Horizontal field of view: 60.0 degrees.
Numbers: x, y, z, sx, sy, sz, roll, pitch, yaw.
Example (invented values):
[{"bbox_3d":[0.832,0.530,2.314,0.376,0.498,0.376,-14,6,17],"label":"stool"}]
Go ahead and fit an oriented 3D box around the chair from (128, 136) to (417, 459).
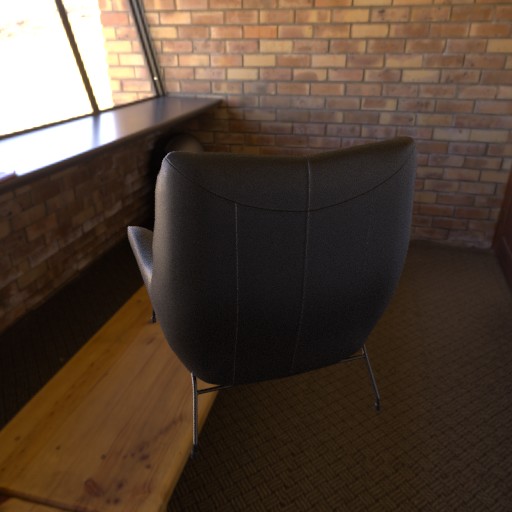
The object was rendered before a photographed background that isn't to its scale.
[{"bbox_3d":[0.000,0.000,1.567,0.836,0.922,0.826,-8,27,-16],"label":"chair"}]
